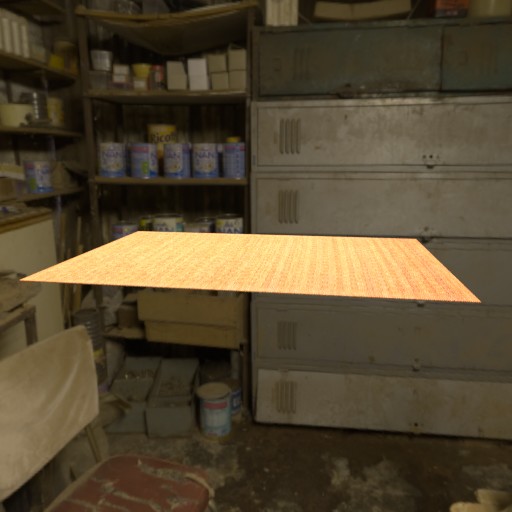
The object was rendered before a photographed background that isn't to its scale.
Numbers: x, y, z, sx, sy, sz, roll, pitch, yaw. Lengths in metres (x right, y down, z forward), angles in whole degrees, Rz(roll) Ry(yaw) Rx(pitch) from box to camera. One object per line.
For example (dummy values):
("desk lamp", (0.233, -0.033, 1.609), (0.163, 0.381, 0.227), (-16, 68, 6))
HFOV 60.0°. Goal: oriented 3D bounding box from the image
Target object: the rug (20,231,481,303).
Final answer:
("rug", (0.000, 0.000, 2.898), (2.285, 0.006, 1.524), (2, 13, 9))
